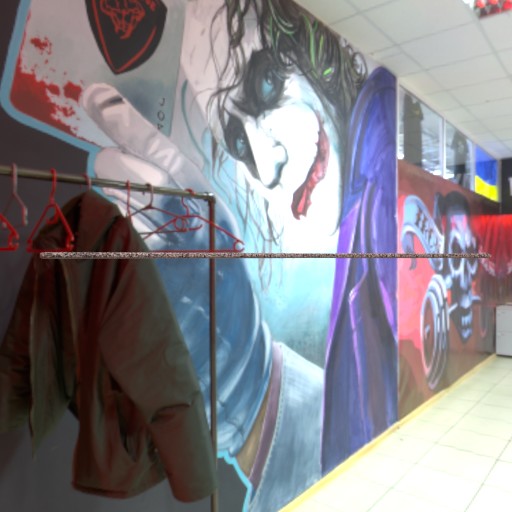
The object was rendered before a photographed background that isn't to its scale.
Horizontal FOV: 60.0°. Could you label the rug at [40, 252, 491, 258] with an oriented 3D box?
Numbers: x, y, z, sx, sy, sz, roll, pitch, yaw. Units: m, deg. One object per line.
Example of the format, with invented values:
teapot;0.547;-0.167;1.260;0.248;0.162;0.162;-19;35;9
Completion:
rug;0.000;0.000;3.383;2.743;0.030;1.778;0;0;-17
